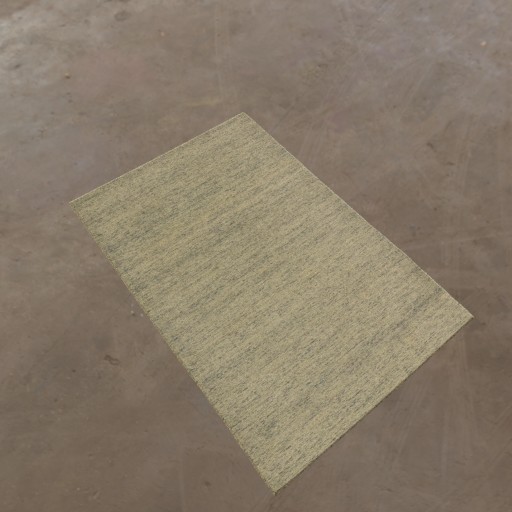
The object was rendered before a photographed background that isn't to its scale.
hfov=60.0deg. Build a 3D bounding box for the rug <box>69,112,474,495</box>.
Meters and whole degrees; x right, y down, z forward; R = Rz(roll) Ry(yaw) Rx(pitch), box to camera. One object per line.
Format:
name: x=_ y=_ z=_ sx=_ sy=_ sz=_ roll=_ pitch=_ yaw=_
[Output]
rug: x=0.000 y=0.000 z=2.312 sx=1.243 sy=0.014 sz=1.846 roll=-33 pitch=64 yaw=-19
